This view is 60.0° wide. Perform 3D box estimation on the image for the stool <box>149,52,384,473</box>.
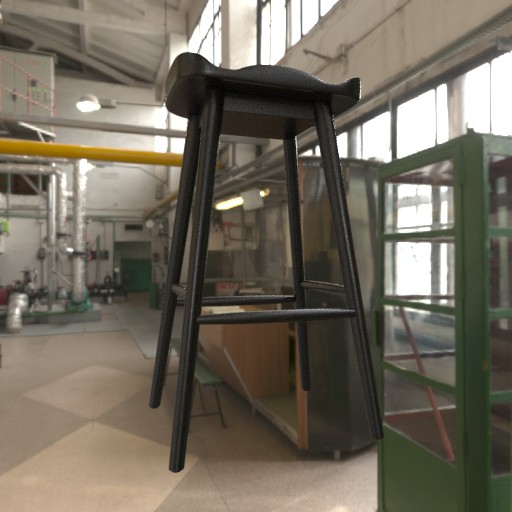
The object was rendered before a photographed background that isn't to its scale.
[{"bbox_3d":[0.000,0.000,1.000,0.440,0.749,0.361,0,0,-19],"label":"stool"}]
